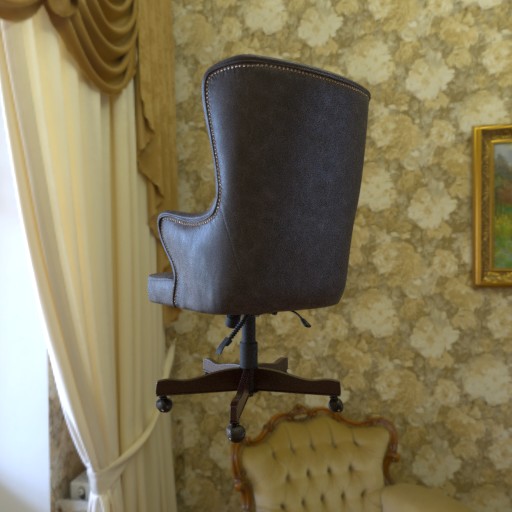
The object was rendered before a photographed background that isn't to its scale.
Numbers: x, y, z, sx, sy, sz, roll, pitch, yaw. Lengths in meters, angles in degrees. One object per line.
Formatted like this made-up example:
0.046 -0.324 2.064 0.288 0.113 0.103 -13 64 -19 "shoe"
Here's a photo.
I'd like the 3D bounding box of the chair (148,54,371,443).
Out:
0.000 0.000 1.499 0.594 1.037 0.717 0 0 -35 "chair"
